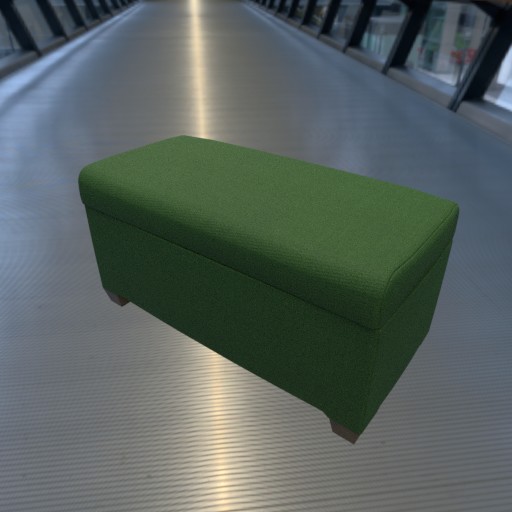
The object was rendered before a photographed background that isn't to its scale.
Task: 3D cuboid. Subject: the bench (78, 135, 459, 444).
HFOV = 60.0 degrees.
[{"bbox_3d":[0.000,0.000,1.322,0.989,0.501,0.505,22,38,31],"label":"bench"}]
